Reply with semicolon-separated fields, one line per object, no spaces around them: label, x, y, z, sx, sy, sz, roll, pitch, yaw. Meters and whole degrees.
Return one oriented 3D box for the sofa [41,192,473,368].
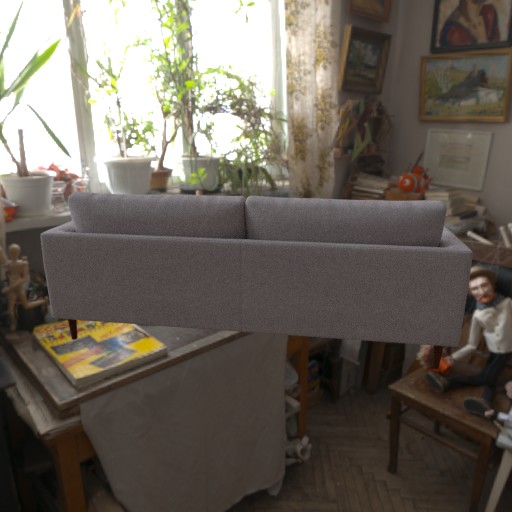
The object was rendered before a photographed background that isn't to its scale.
sofa;0.000;0.000;2.783;2.250;0.868;1.020;3;17;8
